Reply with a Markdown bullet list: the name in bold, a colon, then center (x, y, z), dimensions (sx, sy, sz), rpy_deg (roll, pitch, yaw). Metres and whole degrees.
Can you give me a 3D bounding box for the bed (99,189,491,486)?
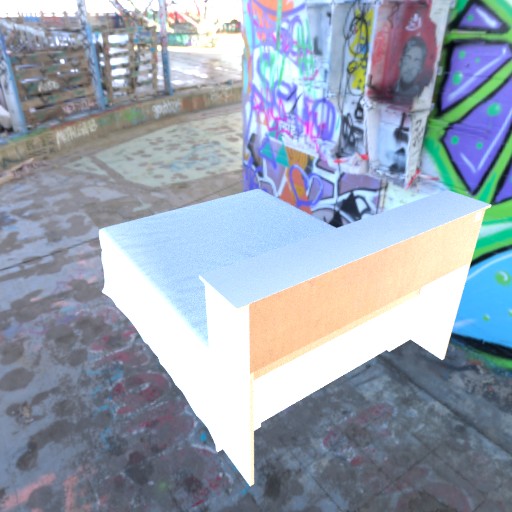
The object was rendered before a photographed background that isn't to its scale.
- **bed**: center (0.000, 0.000, 3.048), dimensions (1.671, 1.092, 2.133), rpy_deg (-19, 35, -30)
